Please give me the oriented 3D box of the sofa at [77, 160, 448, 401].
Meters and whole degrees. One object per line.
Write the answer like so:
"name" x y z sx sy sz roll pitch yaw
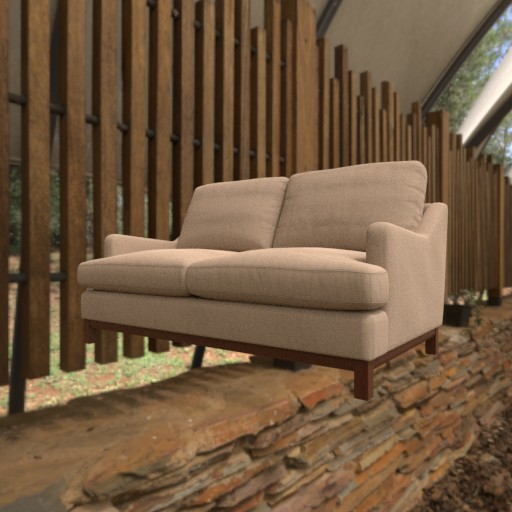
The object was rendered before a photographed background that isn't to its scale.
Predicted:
"sofa" 0.000 0.000 2.224 1.619 0.910 1.004 0 0 36
